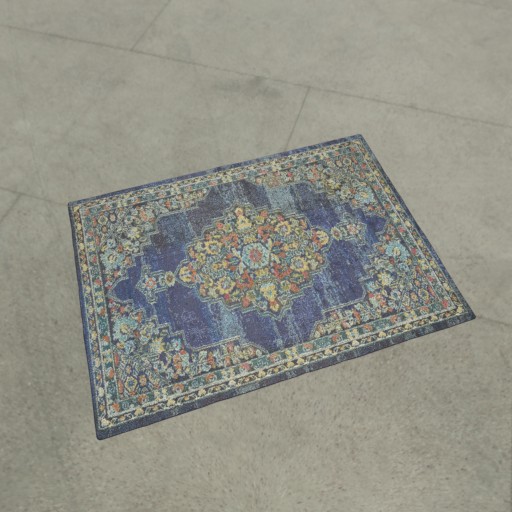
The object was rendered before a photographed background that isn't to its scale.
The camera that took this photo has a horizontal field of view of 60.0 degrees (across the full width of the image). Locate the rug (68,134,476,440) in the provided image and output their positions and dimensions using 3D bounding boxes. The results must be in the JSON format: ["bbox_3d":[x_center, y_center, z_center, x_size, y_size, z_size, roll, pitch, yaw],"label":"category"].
[{"bbox_3d":[0.000,0.000,2.848,2.232,0.009,1.630,-15,60,-9],"label":"rug"}]
